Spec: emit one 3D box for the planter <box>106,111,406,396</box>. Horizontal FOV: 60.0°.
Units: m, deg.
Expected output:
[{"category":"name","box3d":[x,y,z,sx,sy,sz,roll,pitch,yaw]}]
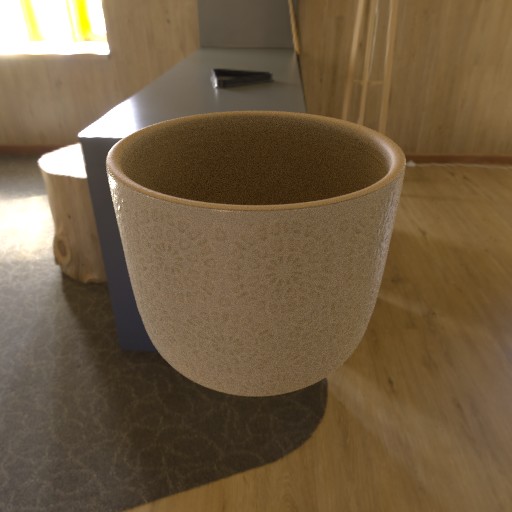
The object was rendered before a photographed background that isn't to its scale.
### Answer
[{"category":"planter","box3d":[0.000,0.000,0.300,0.170,0.152,0.170,0,32,0]}]
